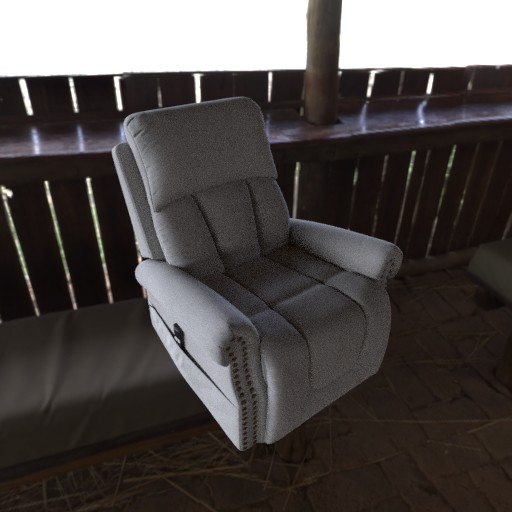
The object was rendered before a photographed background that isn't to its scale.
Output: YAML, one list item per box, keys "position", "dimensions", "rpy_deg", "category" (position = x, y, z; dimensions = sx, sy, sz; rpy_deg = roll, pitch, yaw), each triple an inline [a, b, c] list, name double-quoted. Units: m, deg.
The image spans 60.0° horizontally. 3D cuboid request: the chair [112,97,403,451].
- position: [0.000, 0.000, 1.755]
  dimensions: [0.871, 1.031, 0.979]
  rpy_deg: [-22, 37, -32]
  category: "chair"
